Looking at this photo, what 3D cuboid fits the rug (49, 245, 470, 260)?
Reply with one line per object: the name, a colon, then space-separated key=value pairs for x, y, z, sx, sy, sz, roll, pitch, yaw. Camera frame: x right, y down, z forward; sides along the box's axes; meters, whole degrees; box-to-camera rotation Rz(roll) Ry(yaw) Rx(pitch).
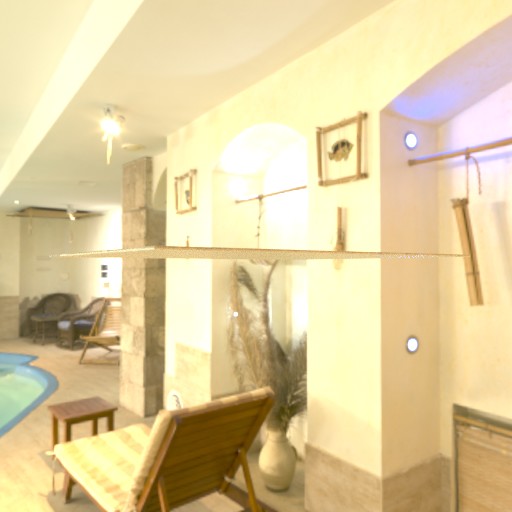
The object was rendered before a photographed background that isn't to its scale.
rug: x=0.000 y=0.000 z=4.084 sx=3.038 sy=0.019 sz=2.420 roll=1 pitch=-2 yaw=-36
